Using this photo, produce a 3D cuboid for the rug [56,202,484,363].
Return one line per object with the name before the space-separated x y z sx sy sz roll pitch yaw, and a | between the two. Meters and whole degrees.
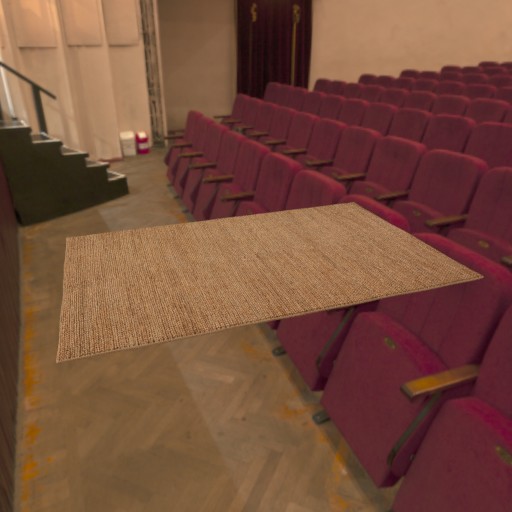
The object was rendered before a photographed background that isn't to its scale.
rug | 0.000 0.000 3.001 2.438 0.034 1.521 -9 27 -18
